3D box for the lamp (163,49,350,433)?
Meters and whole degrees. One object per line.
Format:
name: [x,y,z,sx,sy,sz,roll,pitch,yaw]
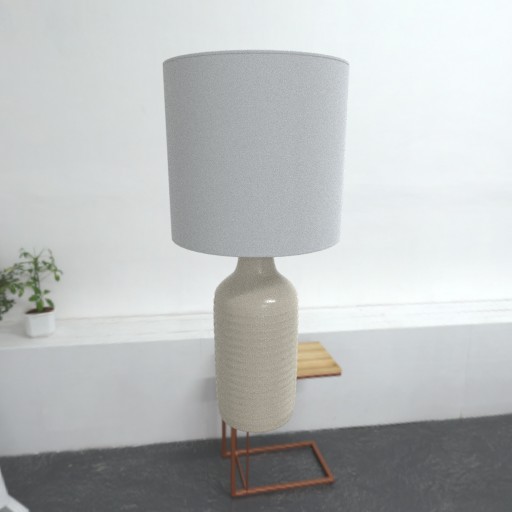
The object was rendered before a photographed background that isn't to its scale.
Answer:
lamp: [0.000,0.000,0.597,0.220,0.475,0.220,-8,18,-28]
